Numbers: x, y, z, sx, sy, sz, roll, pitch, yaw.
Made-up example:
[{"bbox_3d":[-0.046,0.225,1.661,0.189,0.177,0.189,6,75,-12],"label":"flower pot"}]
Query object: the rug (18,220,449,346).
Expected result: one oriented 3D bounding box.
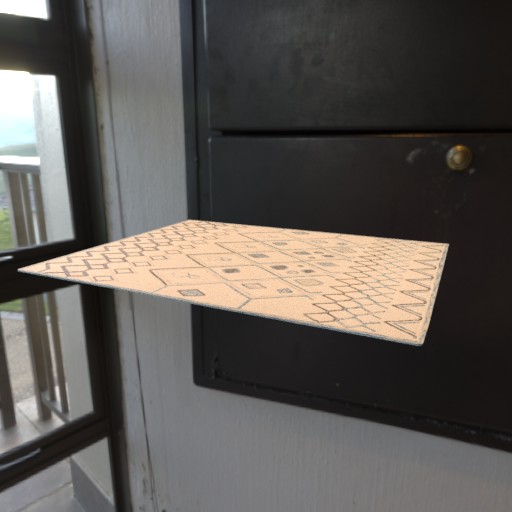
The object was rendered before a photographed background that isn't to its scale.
[{"bbox_3d":[0.000,0.000,3.948,3.056,0.013,2.441,7,17,25],"label":"rug"}]
